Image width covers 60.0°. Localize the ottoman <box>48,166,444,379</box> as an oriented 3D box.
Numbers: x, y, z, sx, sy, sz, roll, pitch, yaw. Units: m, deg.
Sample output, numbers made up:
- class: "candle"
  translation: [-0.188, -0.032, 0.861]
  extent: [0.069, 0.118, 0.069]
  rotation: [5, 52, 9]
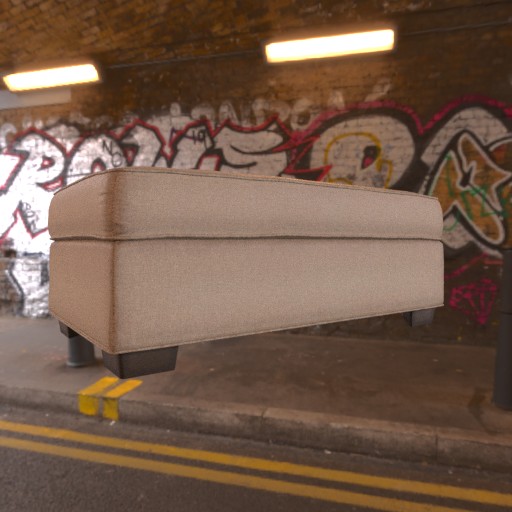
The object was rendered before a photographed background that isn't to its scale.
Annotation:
- class: "ottoman"
  translation: [0.000, 0.000, 1.382]
  extent: [1.097, 0.448, 0.617]
  rotation: [-1, 2, -35]
